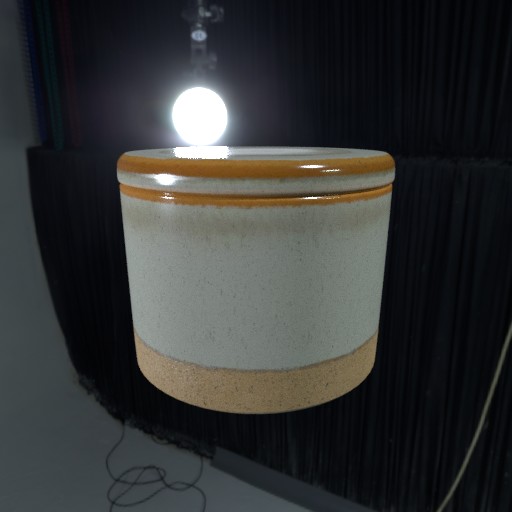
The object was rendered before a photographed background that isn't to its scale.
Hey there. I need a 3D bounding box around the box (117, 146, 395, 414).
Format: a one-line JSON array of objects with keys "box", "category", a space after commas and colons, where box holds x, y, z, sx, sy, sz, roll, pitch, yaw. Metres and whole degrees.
[{"box": [0.000, 0.000, 0.216, 0.123, 0.100, 0.123, 0, 16, 0], "category": "box"}]
